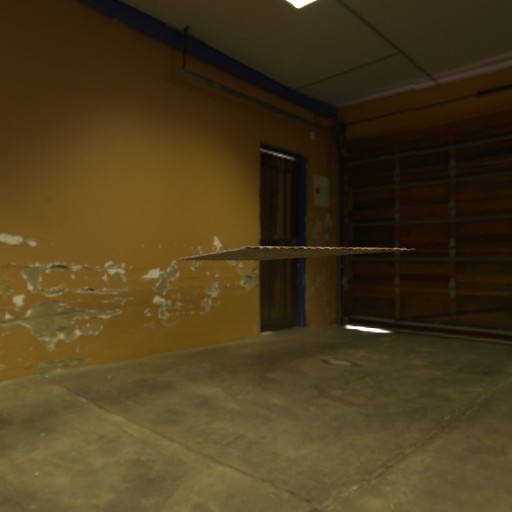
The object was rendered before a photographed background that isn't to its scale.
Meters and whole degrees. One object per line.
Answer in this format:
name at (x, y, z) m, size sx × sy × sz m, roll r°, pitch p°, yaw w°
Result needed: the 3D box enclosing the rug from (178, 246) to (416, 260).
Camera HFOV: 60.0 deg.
rug at (0.000, 0.000, 2.869) m, size 1.324 × 0.018 × 2.378 m, roll 0°, pitch -2°, yaw -1°
